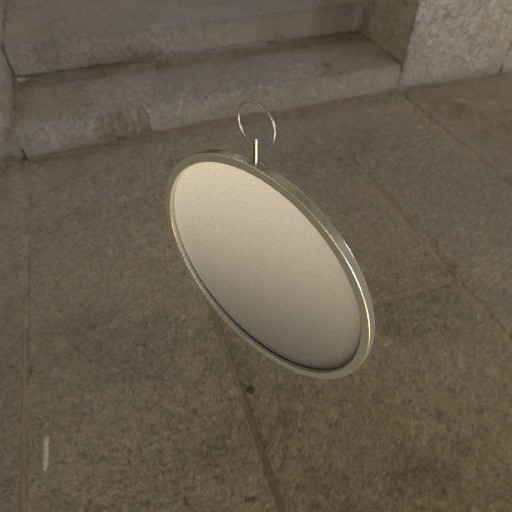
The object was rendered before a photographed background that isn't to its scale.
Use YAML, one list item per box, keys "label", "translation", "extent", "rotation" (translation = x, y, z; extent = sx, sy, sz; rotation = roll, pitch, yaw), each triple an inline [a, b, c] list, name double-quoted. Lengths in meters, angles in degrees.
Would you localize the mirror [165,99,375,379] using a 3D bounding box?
- label: "mirror"
  translation: [0.000, 0.000, 0.961]
  extent: [0.594, 0.713, 0.020]
  rotation: [33, 55, 27]
